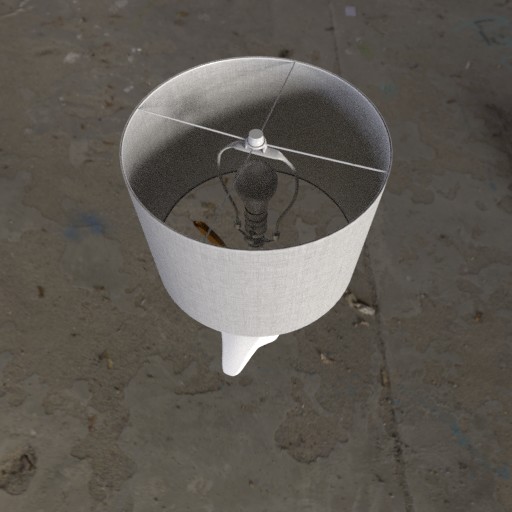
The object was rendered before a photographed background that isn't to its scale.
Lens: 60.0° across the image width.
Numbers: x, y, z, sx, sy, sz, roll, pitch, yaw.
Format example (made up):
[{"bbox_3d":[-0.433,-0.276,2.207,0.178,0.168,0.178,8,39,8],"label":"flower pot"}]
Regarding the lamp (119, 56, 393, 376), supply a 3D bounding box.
[{"bbox_3d":[0.000,0.000,0.699,0.298,0.503,0.298,17,59,10],"label":"lamp"}]
